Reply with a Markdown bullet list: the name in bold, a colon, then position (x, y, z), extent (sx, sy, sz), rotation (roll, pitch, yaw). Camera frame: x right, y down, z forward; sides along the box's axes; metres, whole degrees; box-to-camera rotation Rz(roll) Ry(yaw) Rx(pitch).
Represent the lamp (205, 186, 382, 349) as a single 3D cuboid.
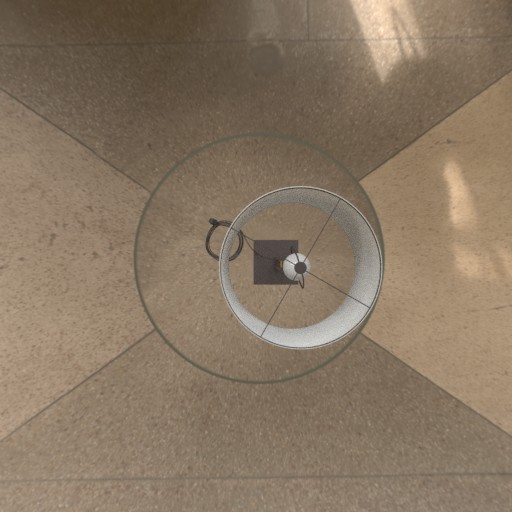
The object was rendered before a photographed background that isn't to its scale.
- **lamp**: position (0.000, 0.000, 1.925), extent (0.639, 1.650, 0.474), rotation (0, 90, 0)
